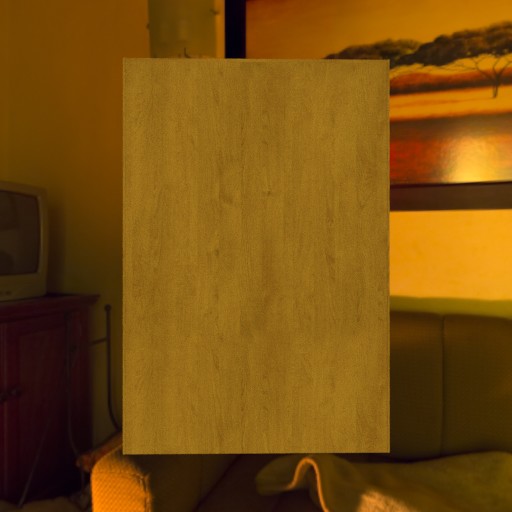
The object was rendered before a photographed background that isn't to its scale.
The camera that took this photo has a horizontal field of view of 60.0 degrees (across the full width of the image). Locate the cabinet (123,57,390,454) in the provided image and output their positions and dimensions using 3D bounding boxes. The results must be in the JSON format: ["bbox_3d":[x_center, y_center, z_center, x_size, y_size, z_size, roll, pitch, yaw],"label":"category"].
[{"bbox_3d":[0.000,0.000,2.399,1.290,1.910,0.510,0,0,-1],"label":"cabinet"}]
